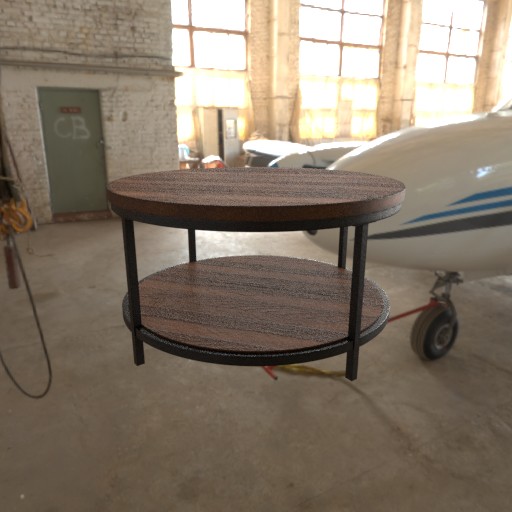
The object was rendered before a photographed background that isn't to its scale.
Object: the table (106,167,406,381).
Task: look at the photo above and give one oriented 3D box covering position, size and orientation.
[{"bbox_3d":[0.000,0.000,1.368,0.837,0.462,0.837,0,17,0],"label":"table"}]
